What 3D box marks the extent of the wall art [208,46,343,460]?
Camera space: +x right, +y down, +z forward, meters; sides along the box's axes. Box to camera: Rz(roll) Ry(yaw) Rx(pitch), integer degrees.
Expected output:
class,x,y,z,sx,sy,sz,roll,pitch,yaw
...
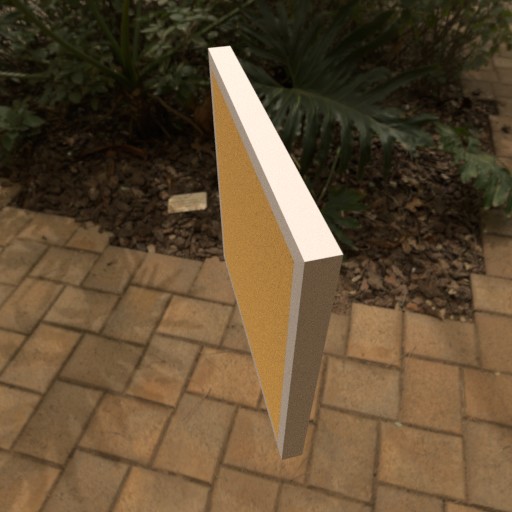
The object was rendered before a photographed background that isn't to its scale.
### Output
class,x,y,z,sx,sy,sz,roll,pitch,yaw
wall art,0.000,0.000,1.939,0.098,1.291,1.289,-10,47,-10
